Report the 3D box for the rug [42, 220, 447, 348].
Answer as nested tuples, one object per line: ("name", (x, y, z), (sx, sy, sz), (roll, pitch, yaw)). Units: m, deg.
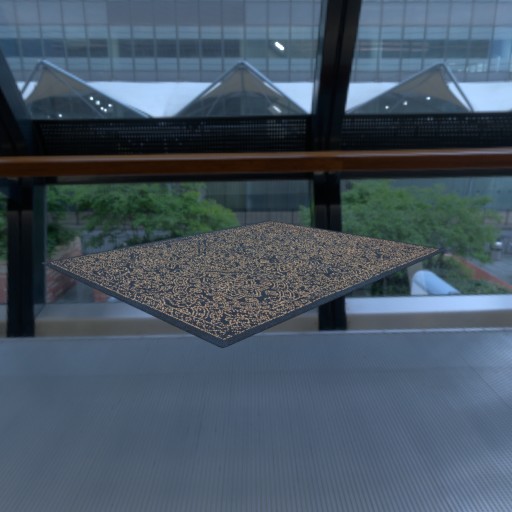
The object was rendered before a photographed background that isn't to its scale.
("rug", (0.000, 0.000, 4.233), (2.438, 0.010, 3.048), (14, 20, 42))
